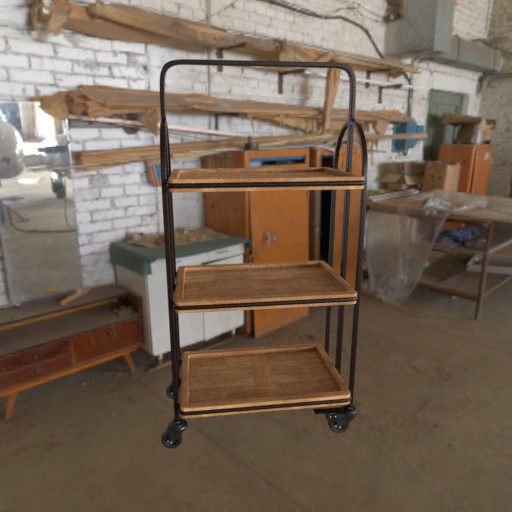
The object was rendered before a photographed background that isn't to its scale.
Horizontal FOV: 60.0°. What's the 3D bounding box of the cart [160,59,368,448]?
[{"bbox_3d":[0.000,0.000,1.232,0.553,1.001,0.327,-2,16,-8],"label":"cart"}]
